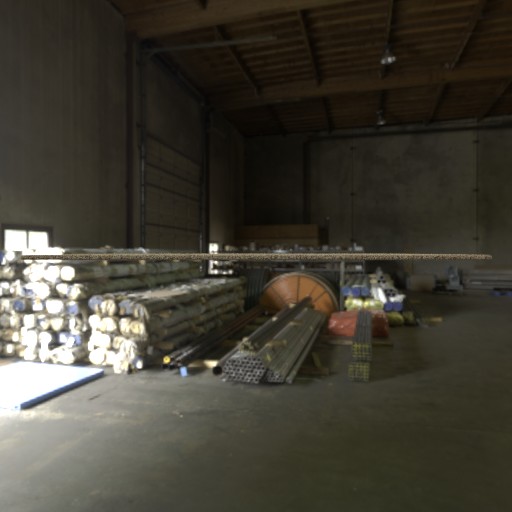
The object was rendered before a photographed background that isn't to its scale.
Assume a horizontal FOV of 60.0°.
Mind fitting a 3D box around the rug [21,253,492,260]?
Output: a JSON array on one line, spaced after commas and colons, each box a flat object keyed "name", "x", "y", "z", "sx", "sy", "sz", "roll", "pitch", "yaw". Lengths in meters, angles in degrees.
[{"name": "rug", "x": 0.000, "y": 0.000, "z": 3.449, "sx": 2.743, "sy": 0.030, "sz": 1.778, "roll": 0, "pitch": 1, "yaw": 0}]
